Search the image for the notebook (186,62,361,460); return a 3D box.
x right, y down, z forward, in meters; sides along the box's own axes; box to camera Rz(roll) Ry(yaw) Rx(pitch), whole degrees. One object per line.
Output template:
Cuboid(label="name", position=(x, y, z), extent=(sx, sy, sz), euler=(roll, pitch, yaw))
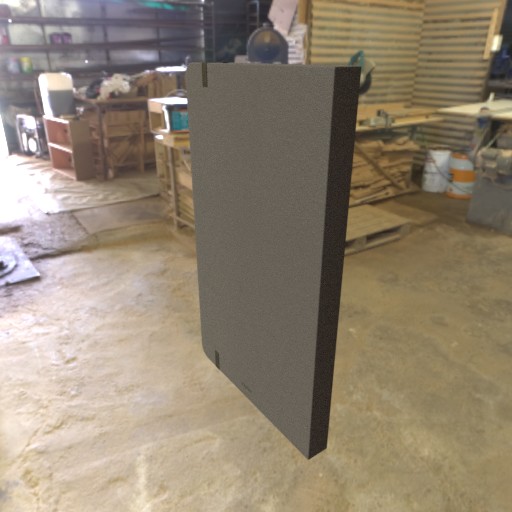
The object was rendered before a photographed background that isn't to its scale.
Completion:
Cuboid(label="notebook", position=(0.000, 0.000, 0.267), extent=(0.016, 0.213, 0.127), euler=(-16, 29, -32))
